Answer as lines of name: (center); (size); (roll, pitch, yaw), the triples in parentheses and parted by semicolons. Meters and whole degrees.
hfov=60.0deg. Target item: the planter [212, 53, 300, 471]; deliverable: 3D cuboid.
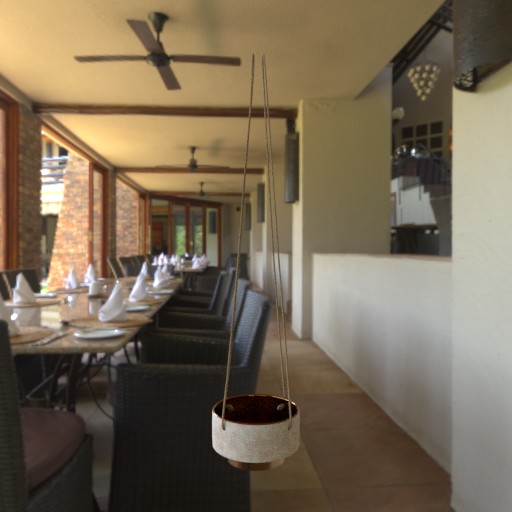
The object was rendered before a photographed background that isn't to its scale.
planter: (0.000, 0.000, 1.133); (0.223, 1.030, 0.223); (0, 1, -1)
